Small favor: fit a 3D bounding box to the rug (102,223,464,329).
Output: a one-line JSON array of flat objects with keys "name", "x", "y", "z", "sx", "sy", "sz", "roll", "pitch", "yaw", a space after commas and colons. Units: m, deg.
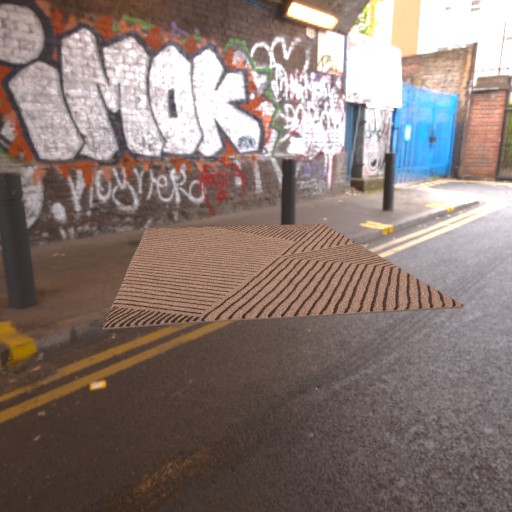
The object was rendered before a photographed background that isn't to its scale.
[{"name": "rug", "x": 0.000, "y": 0.000, "z": 3.348, "sx": 1.829, "sy": 0.028, "sz": 2.449, "roll": -2, "pitch": 14, "yaw": -9}]
